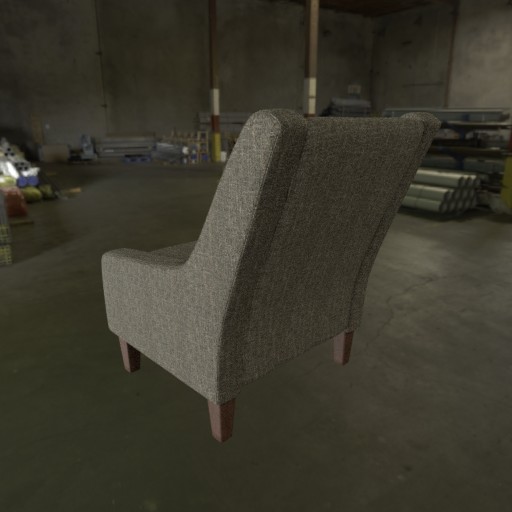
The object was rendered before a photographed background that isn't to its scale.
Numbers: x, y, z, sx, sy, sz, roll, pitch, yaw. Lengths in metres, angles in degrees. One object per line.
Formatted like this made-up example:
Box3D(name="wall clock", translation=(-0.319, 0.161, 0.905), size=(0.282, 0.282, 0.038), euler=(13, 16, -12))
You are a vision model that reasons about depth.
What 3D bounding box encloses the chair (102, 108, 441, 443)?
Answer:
Box3D(name="chair", translation=(0.000, 0.000, 1.641), size=(0.793, 1.012, 0.944), euler=(-16, 23, -42))
